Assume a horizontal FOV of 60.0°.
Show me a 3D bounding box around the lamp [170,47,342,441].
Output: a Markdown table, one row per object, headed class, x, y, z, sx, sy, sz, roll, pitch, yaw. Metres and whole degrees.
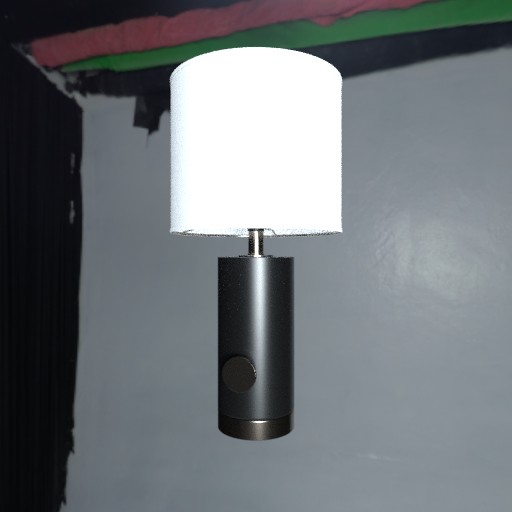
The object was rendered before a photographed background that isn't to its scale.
| class | x | y | z | sx | sy | sz | roll | pitch | yaw |
| --- | --- | --- | --- | --- | --- | --- | --- | --- | --- |
| lamp | 0.000 | 0.000 | 0.632 | 0.241 | 0.482 | 0.240 | 0 | 0 | 17 |
